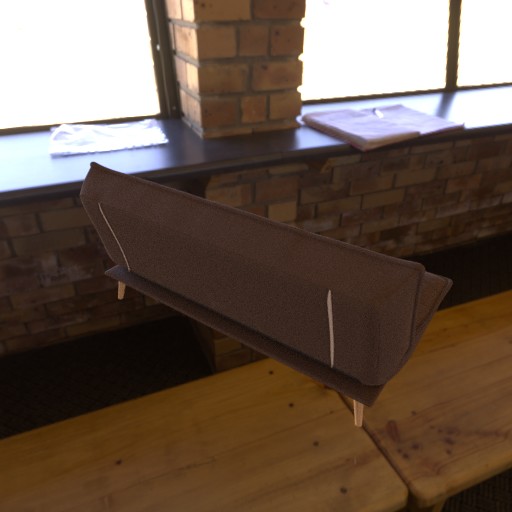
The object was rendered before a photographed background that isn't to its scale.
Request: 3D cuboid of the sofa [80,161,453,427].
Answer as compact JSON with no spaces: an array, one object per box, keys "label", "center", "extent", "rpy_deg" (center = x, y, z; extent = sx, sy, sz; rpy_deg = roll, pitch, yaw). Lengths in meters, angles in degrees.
[{"label":"sofa","center":[0.000,0.000,2.510],"extent":[1.940,0.890,0.950],"rpy_deg":[20,37,30]}]
